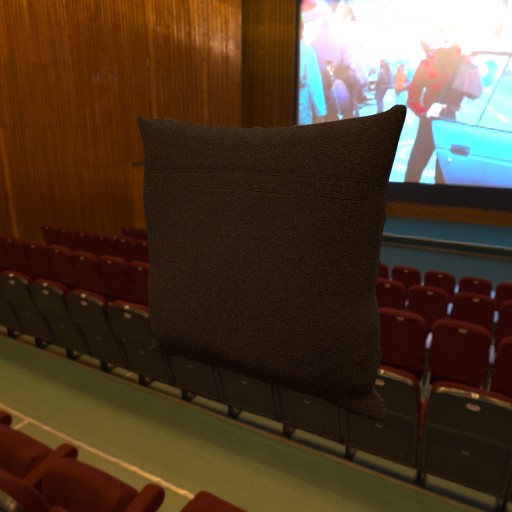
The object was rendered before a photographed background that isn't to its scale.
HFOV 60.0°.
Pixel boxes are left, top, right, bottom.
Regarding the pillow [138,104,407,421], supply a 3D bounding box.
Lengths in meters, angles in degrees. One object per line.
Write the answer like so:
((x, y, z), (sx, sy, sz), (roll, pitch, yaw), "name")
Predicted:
((0.000, 0.000, 0.693), (0.439, 0.440, 0.183), (8, 18, 27), "pillow")
